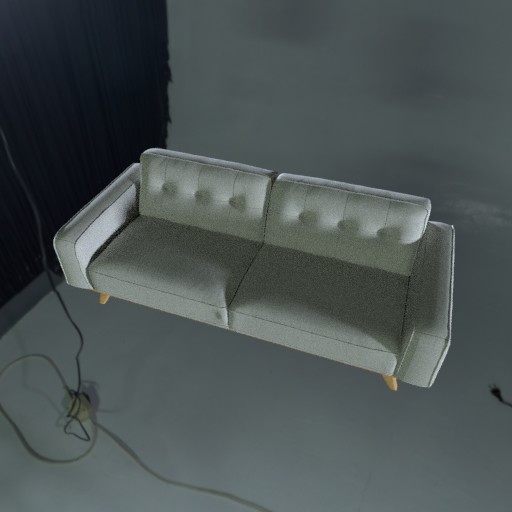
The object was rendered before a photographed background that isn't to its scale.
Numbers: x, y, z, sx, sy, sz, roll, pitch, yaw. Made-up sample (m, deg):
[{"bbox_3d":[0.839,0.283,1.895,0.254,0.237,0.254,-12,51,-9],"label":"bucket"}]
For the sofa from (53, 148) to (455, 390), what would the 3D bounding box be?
[{"bbox_3d":[0.000,0.000,2.768,2.270,0.781,0.956,13,44,15],"label":"sofa"}]
